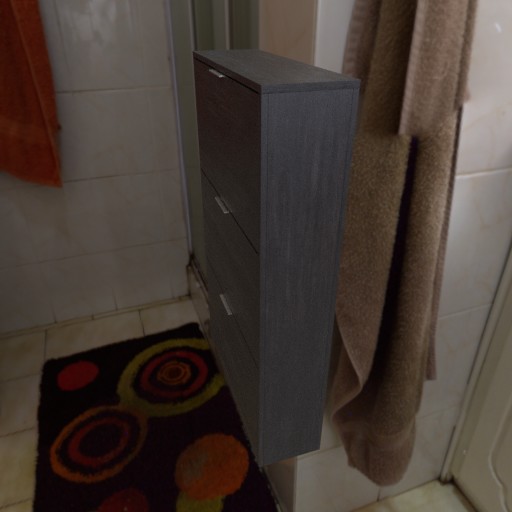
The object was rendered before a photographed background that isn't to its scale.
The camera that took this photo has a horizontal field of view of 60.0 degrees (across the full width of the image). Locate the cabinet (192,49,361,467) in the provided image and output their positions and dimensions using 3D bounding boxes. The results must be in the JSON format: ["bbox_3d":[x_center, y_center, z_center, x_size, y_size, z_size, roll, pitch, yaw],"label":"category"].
[{"bbox_3d":[0.000,0.000,1.588,0.250,1.280,0.750,-9,31,-16],"label":"cabinet"}]
